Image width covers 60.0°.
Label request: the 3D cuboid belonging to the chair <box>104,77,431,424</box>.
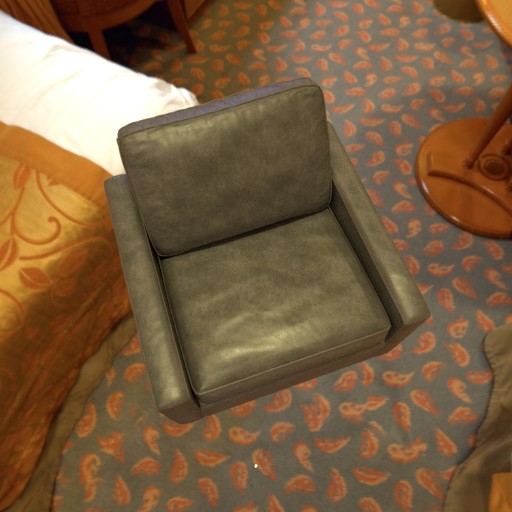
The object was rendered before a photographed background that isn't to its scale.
[{"bbox_3d":[0.000,0.000,1.751,1.006,0.916,0.939,-17,66,-8],"label":"chair"}]
